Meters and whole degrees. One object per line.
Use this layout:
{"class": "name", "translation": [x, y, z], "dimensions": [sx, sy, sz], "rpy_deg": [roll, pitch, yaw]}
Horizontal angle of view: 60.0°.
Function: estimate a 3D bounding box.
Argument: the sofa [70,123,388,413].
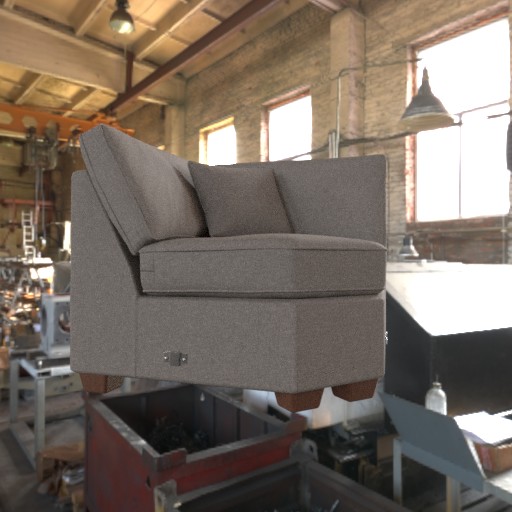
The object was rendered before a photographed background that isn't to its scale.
{"class": "sofa", "translation": [0.000, 0.000, 1.824], "dimensions": [1.042, 0.951, 1.050], "rpy_deg": [0, -1, 17]}
